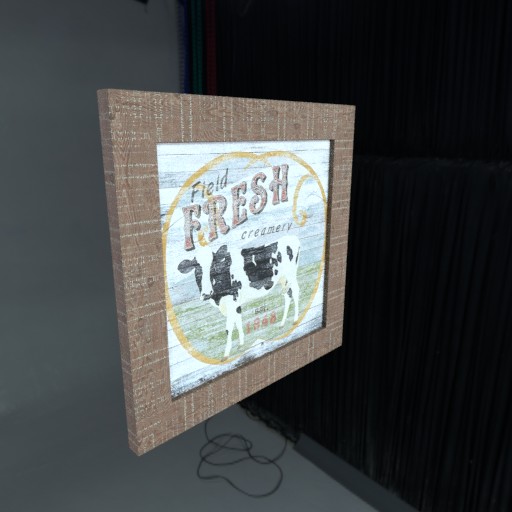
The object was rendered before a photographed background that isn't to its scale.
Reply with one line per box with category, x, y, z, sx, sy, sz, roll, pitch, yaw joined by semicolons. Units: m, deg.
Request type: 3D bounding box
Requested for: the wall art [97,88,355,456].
wall art;0.000;0.000;0.797;0.531;0.531;0.029;-15;21;-42
